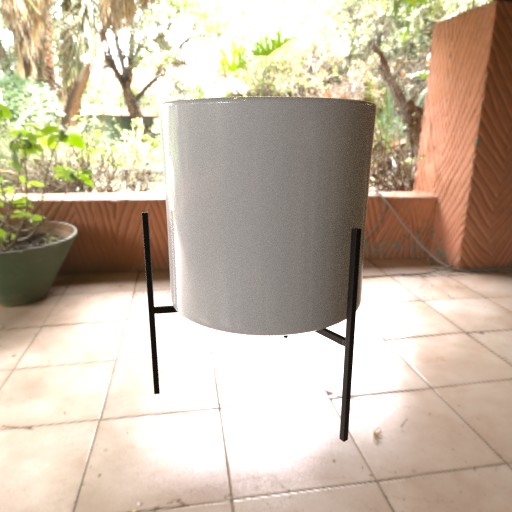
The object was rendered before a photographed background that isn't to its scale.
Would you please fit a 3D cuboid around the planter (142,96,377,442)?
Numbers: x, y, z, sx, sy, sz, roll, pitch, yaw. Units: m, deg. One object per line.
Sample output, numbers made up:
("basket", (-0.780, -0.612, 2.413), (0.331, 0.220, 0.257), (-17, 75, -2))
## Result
("planter", (0.000, 0.000, 0.742), (0.361, 0.480, 0.360), (-3, 16, -10))
